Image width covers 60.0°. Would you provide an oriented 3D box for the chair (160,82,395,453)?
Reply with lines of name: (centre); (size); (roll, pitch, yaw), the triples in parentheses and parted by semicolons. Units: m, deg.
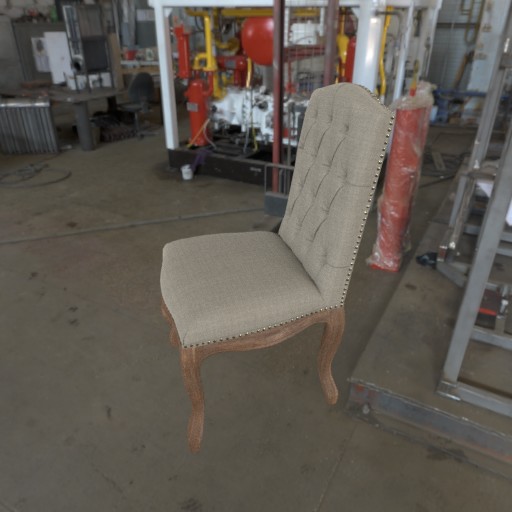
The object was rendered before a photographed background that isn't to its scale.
chair: (0.000, 0.000, 1.654); (0.731, 1.191, 0.637); (-8, 30, -14)
